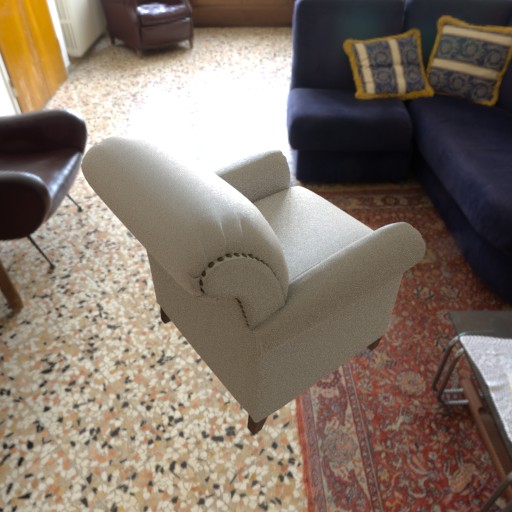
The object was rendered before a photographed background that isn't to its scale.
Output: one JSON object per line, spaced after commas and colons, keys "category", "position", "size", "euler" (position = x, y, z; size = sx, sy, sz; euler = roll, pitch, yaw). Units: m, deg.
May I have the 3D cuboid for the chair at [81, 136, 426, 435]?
{"category": "chair", "position": [0.000, 0.000, 1.605], "size": [0.890, 0.927, 0.854], "euler": [-26, 47, -28]}
